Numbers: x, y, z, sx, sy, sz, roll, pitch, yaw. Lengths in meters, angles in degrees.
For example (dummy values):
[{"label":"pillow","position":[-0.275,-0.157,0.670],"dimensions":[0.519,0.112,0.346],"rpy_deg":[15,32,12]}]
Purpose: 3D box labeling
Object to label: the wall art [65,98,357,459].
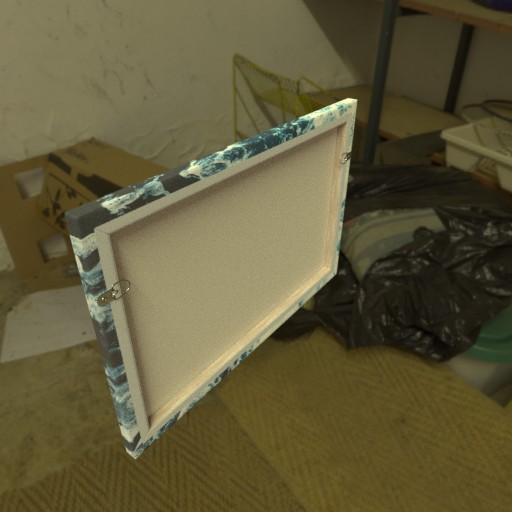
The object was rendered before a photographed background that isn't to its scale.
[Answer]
[{"label":"wall art","position":[0.000,0.000,1.892],"dimensions":[0.055,1.017,1.524],"rpy_deg":[23,39,31]}]
